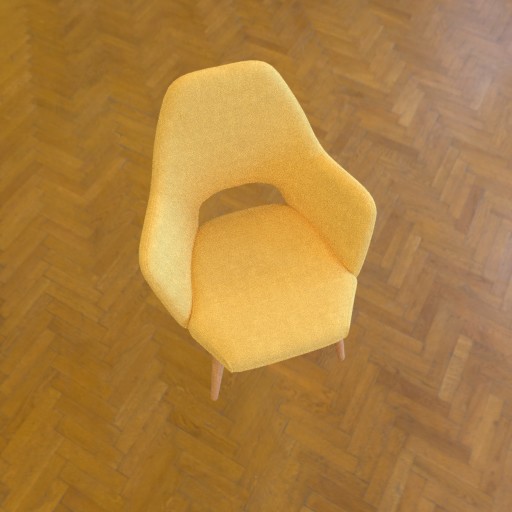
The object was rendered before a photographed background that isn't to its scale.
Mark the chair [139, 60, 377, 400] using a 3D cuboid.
[{"bbox_3d":[0.000,0.000,1.268,0.590,0.840,0.610,-15,65,-7],"label":"chair"}]
